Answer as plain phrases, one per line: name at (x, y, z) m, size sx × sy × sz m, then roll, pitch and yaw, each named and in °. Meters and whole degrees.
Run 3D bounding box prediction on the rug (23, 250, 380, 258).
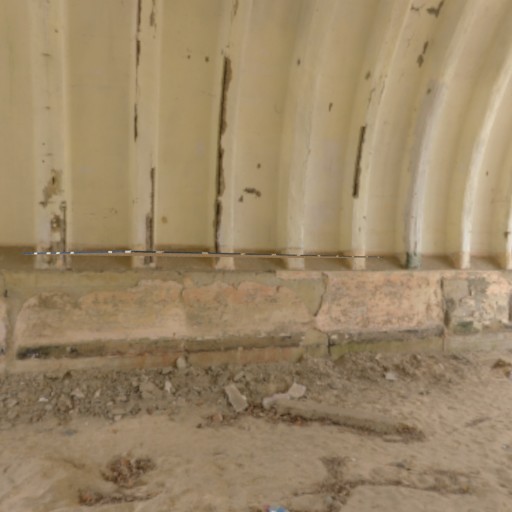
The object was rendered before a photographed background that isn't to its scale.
rug at (0.000, 0.000, 2.529) m, size 0.685 × 0.006 × 2.296 m, roll 0°, pitch -1°, yaw 35°
